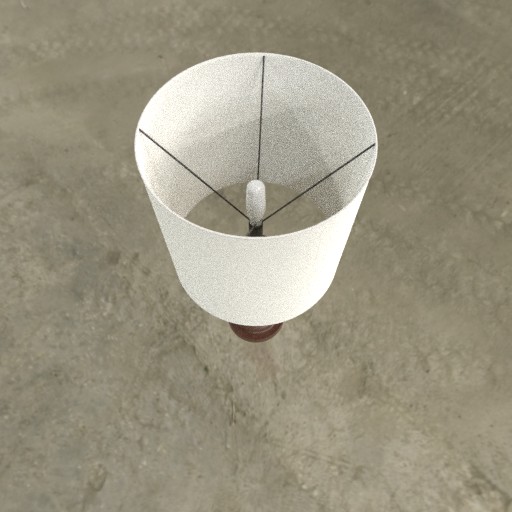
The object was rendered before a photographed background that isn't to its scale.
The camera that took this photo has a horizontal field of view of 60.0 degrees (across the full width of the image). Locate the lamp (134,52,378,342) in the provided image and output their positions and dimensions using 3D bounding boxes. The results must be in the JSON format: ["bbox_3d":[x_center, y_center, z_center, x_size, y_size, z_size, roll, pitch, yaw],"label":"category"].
[{"bbox_3d":[0.000,0.000,0.584,0.208,0.455,0.208,-14,63,-7],"label":"lamp"}]
